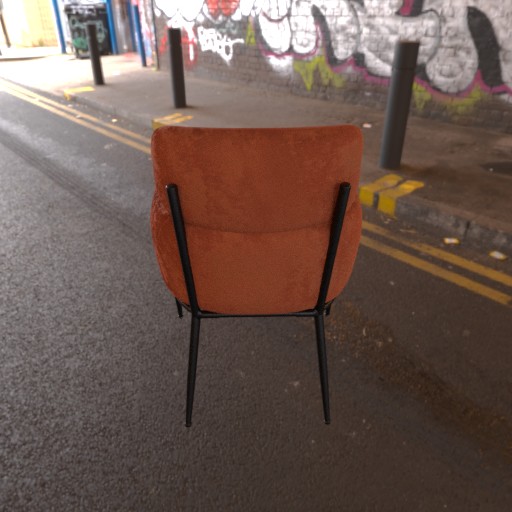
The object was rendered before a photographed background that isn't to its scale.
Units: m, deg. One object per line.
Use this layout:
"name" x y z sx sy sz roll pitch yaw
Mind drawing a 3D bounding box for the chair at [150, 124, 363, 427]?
"chair" 0.000 0.000 1.171 0.561 0.772 0.523 -1 29 -1
